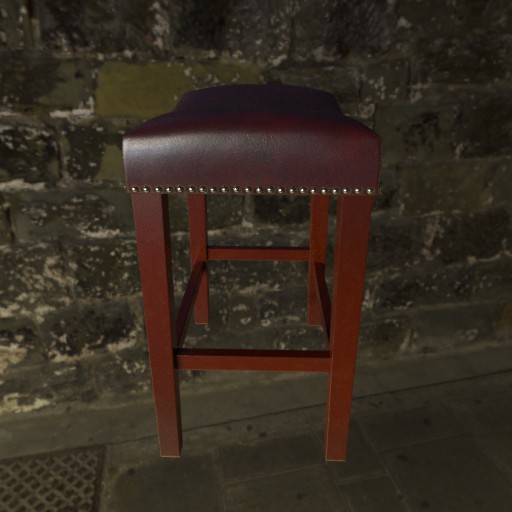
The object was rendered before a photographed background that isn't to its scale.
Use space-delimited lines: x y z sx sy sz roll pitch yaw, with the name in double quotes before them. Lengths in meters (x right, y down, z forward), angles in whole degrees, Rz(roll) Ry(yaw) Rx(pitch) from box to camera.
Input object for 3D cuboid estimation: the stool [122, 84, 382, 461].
"stool" 0.000 0.000 0.954 0.372 0.657 0.504 1 26 1
